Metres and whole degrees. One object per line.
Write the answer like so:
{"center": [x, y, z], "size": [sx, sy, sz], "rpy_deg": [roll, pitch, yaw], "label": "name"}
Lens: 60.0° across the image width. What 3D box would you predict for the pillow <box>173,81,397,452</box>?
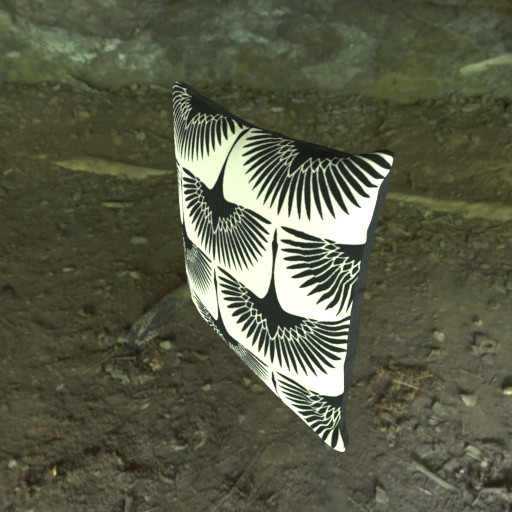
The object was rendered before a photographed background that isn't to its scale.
{"center": [0.000, 0.000, 0.660], "size": [0.139, 0.432, 0.432], "rpy_deg": [-21, 37, -30], "label": "pillow"}
